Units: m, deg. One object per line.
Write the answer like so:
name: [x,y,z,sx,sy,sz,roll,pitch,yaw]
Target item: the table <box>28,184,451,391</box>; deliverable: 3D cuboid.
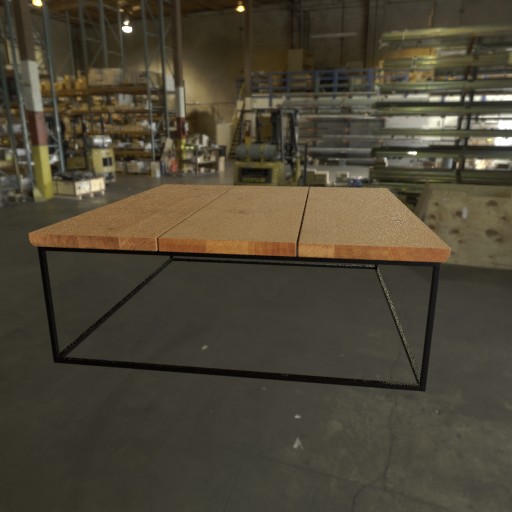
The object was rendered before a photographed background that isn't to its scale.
table: [0.000,0.000,1.715,1.100,0.400,1.100,2,16,8]
